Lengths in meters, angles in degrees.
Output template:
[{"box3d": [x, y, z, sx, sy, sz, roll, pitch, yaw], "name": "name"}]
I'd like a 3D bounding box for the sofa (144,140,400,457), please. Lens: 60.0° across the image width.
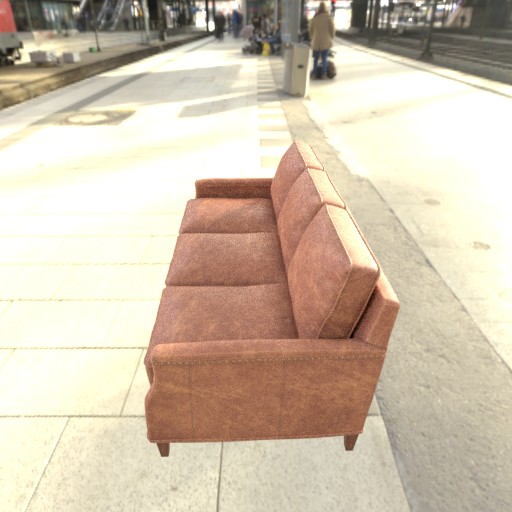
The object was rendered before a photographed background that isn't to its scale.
[{"box3d": [0.000, 0.000, 2.835, 1.084, 1.003, 2.246, -1, 28, -2], "name": "sofa"}]
